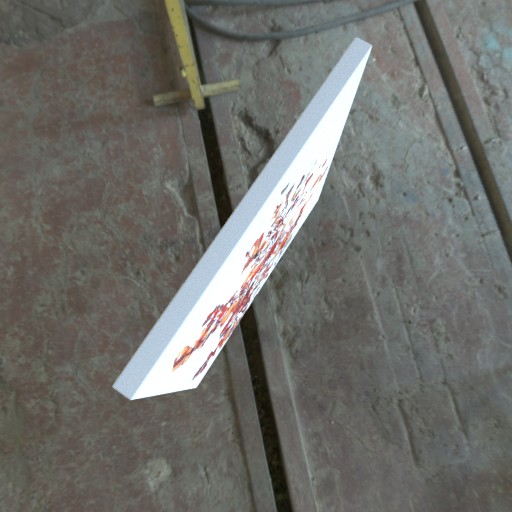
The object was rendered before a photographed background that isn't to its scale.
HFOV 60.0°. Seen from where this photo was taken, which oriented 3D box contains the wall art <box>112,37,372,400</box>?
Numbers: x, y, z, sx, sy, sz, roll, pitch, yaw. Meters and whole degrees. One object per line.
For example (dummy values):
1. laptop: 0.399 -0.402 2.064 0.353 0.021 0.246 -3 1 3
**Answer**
1. wall art: 0.000 0.000 1.118 0.037 0.757 0.757 32 77 8
